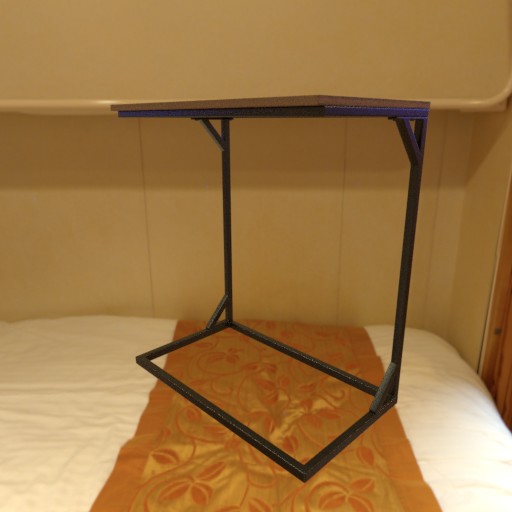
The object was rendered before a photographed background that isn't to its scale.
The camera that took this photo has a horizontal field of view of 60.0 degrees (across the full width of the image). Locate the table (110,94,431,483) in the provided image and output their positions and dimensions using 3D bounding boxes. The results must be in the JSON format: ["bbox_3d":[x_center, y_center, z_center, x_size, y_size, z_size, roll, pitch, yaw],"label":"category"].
[{"bbox_3d":[0.000,0.000,1.032,0.351,0.673,0.597,-16,23,-42],"label":"table"}]
